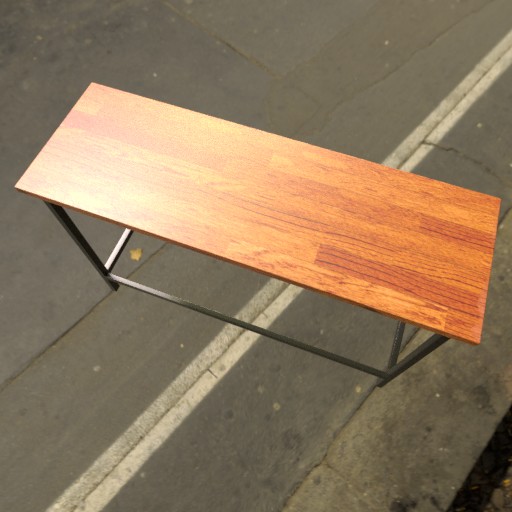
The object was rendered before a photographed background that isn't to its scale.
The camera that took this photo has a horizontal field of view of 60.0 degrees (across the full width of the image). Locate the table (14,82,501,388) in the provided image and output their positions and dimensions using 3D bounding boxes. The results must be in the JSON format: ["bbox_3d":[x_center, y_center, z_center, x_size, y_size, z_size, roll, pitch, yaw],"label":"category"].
[{"bbox_3d":[0.000,0.000,1.484,1.204,0.740,0.408,18,65,9],"label":"table"}]
